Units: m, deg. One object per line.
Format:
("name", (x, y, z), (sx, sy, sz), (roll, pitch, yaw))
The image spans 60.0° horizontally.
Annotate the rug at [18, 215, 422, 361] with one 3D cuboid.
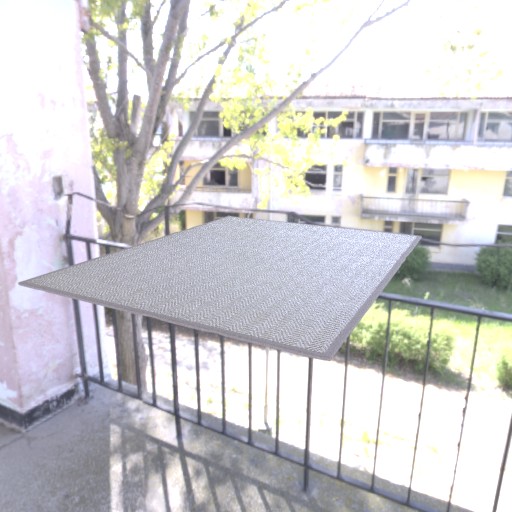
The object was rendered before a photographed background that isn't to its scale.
("rug", (0.000, 0.000, 4.023), (2.434, 0.032, 3.007), (8, 18, 27))
